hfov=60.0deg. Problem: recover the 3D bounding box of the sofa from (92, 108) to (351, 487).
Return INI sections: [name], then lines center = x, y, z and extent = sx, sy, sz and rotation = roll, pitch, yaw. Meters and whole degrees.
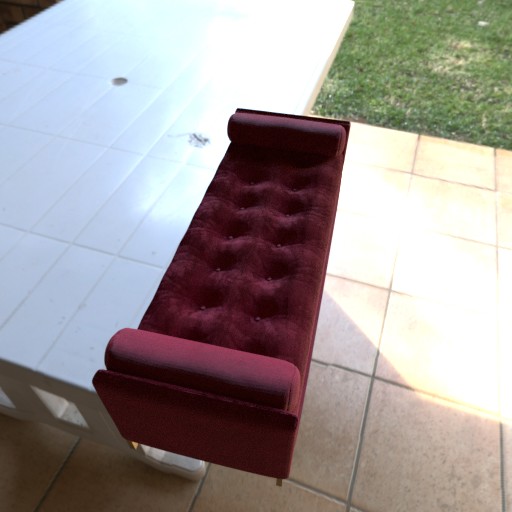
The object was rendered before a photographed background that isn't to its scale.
[sofa]
center = 0.000, 0.000, 2.471
extent = 0.796, 0.705, 2.102
rotation = 10, 48, 9
